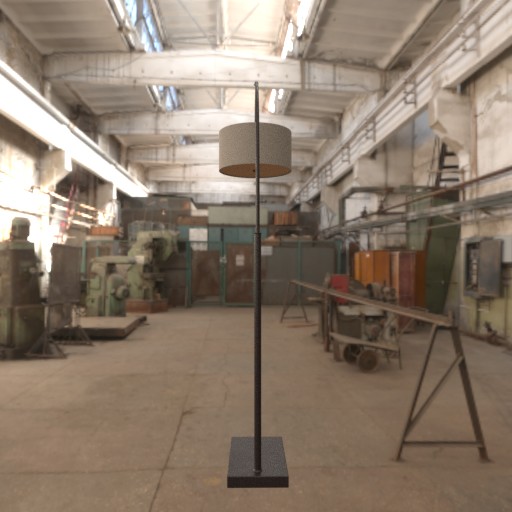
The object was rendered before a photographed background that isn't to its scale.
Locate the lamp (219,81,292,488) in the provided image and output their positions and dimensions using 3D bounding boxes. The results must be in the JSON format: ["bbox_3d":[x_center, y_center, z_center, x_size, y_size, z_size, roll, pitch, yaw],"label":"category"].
[{"bbox_3d":[0.000,0.000,2.546,0.493,1.927,1.424,0,-1,-1],"label":"lamp"}]
